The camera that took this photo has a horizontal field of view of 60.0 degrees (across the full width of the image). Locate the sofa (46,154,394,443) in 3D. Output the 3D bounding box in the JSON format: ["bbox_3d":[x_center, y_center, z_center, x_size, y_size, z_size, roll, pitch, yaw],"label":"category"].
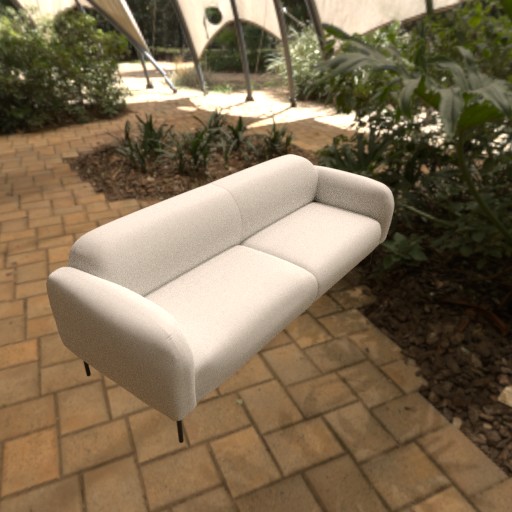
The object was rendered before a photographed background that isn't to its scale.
[{"bbox_3d":[0.000,0.000,2.674,0.880,0.780,2.257,20,34,32],"label":"sofa"}]
